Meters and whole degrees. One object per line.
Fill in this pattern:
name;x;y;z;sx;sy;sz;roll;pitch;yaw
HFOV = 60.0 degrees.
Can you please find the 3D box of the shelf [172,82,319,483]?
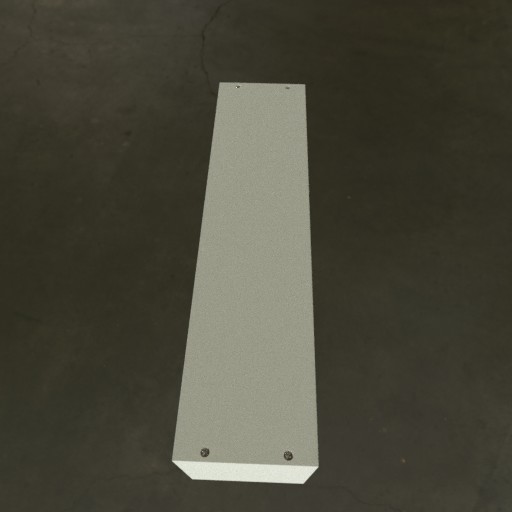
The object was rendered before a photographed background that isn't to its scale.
shelf;0.000;0.000;0.686;0.150;0.170;0.610;2;58;1
